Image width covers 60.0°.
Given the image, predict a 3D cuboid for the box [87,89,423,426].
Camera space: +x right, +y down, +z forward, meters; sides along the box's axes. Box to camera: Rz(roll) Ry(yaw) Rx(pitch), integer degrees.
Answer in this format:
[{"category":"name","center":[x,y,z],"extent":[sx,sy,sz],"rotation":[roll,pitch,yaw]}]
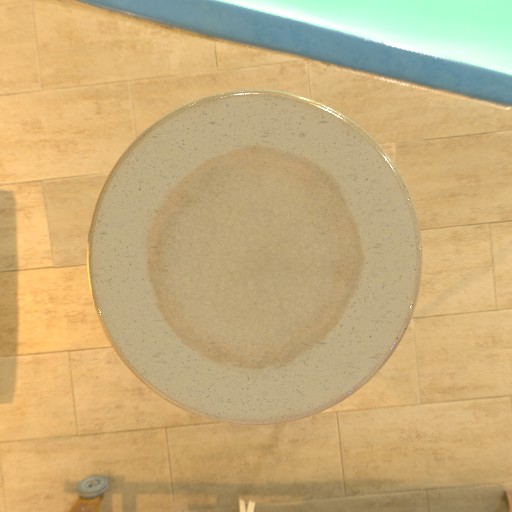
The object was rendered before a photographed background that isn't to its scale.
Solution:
[{"category":"box","center":[0.000,0.000,0.258],"extent":[0.154,0.123,0.154],"rotation":[0,92,1]}]
